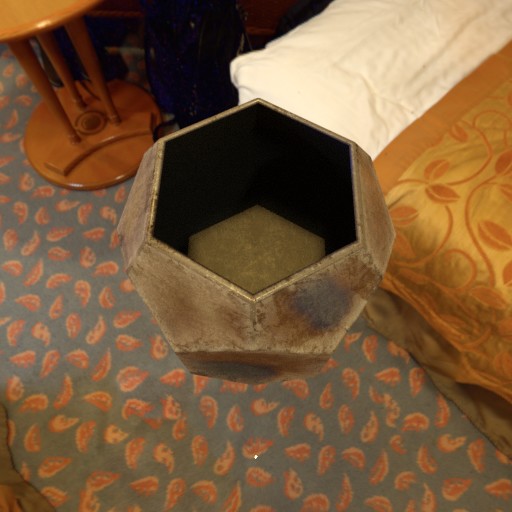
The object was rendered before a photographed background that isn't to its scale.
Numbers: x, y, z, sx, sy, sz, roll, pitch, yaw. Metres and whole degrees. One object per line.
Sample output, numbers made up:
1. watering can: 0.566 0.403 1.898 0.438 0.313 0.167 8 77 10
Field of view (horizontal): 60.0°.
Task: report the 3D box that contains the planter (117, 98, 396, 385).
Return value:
1. planter: 0.000 0.000 0.431 0.243 0.238 0.221 1 66 1
